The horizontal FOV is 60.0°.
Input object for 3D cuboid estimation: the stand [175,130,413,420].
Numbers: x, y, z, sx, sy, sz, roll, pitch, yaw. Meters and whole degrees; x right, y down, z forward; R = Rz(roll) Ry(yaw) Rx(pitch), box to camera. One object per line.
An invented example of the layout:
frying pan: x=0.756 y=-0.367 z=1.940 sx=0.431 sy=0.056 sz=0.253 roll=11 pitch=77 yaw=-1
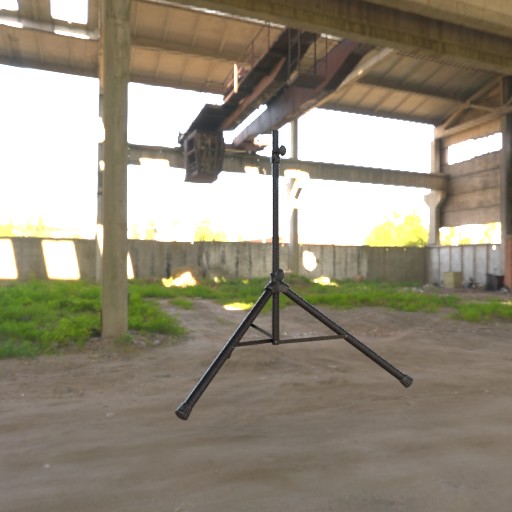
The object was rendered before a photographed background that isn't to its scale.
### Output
stand: x=0.000 y=0.000 z=1.874 sx=1.045 sy=1.136 sz=0.907 roll=-1 pitch=-1 yaw=36
